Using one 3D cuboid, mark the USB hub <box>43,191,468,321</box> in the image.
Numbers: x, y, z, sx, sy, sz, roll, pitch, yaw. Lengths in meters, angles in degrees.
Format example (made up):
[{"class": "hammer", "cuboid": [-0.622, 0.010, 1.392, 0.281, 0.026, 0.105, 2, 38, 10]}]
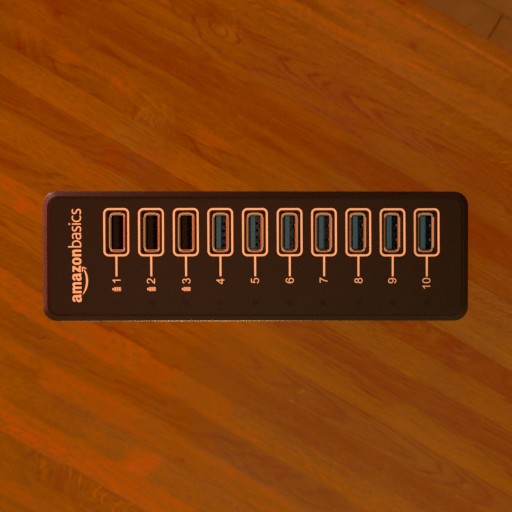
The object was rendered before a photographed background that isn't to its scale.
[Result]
[{"class": "USB hub", "cuboid": [0.000, 0.000, 0.161, 0.145, 0.023, 0.044, 0, 90, 0]}]
